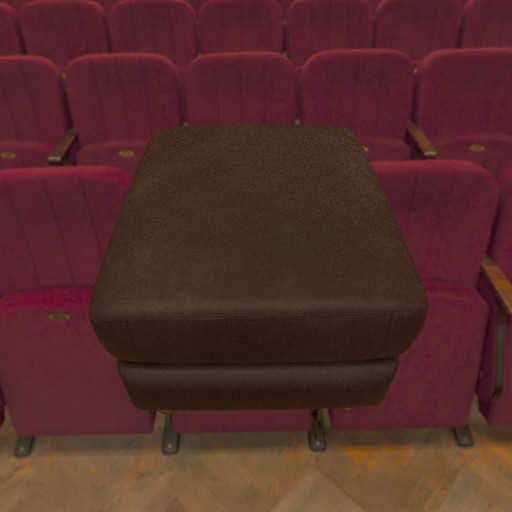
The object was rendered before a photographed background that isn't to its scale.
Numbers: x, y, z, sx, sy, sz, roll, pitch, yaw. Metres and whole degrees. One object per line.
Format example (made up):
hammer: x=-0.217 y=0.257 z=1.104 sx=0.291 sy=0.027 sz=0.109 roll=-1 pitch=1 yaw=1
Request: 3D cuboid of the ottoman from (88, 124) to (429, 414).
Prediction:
ottoman: x=0.000 y=0.000 z=1.249 sx=0.670 sy=0.569 sz=0.806 roll=-1 pitch=40 yaw=-1
